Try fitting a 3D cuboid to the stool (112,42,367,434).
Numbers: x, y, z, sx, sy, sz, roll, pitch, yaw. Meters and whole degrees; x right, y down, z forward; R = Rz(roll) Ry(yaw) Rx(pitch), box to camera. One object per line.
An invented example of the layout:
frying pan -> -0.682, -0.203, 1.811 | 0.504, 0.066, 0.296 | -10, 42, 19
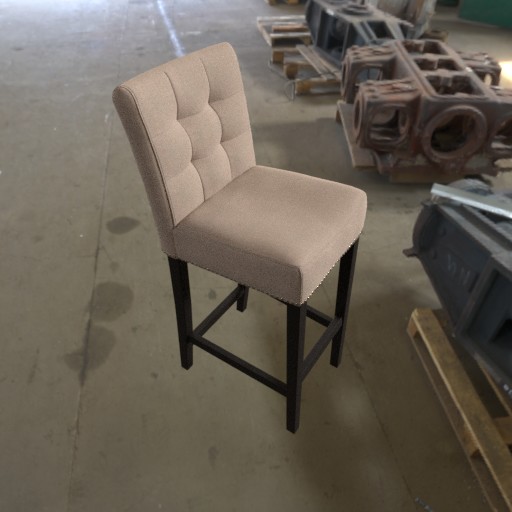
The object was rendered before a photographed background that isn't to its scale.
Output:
stool -> 0.000, 0.000, 1.335 | 0.548, 1.047, 0.411 | 24, 47, 25
